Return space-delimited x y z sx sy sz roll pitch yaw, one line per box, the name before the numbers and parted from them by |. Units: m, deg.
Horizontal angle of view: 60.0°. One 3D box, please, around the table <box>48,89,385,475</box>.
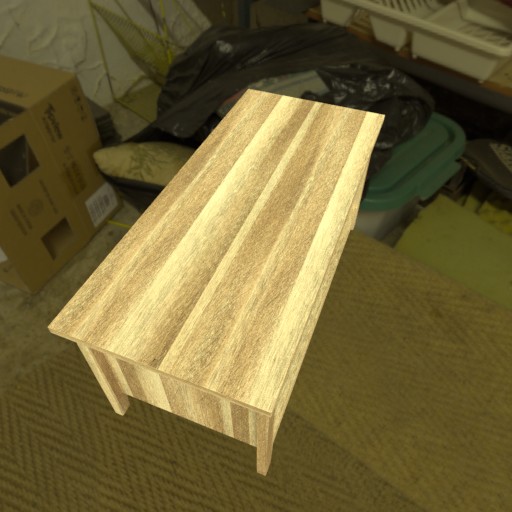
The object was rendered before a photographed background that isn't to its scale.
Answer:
table | 0.000 0.000 1.374 0.493 0.480 1.095 16 50 14
